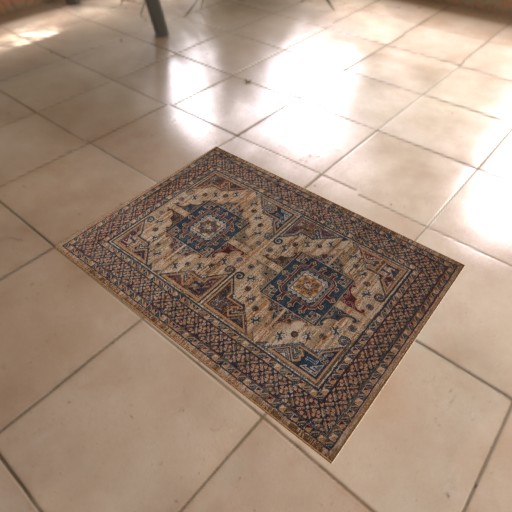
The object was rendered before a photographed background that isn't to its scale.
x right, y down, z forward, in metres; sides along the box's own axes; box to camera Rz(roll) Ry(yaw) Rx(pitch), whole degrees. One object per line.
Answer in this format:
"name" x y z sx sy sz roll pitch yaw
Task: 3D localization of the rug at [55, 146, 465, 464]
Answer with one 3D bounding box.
"rug" 0.000 0.000 2.960 2.227 0.008 1.611 31 53 26
